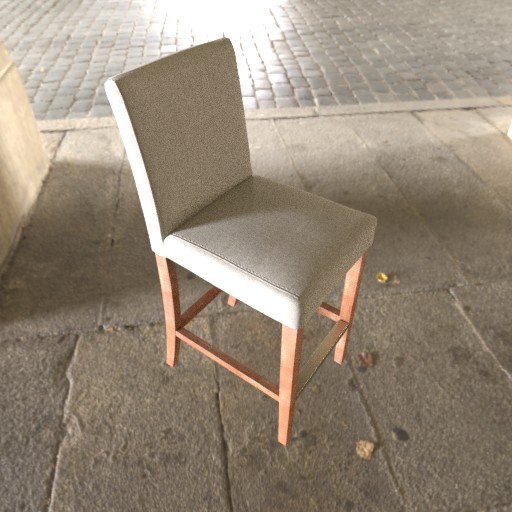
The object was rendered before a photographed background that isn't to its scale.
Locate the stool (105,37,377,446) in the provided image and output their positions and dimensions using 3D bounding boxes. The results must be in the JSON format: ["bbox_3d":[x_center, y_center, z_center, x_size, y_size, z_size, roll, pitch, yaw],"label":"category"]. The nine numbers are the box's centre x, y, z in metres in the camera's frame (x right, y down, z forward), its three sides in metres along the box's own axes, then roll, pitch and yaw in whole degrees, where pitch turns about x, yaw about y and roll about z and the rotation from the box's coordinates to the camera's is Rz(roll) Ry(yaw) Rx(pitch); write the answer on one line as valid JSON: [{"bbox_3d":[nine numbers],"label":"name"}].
[{"bbox_3d":[0.000,0.000,1.354,0.570,1.088,0.439,25,47,26],"label":"stool"}]
